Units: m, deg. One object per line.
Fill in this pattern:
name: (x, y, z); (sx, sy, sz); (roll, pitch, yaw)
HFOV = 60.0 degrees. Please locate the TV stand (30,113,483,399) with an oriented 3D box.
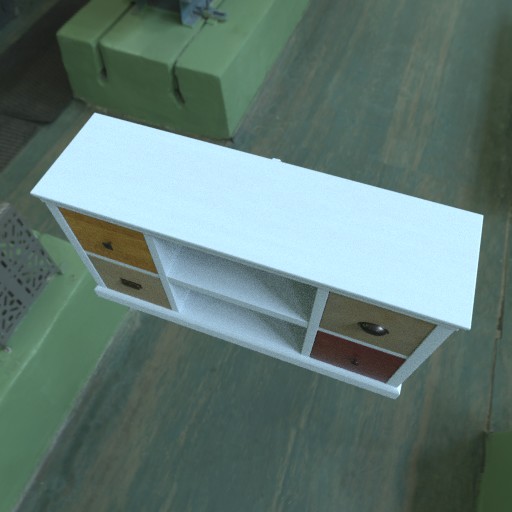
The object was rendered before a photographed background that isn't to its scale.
TV stand: (0.000, 0.000, 1.482); (1.187, 0.624, 0.424); (17, 60, 10)
